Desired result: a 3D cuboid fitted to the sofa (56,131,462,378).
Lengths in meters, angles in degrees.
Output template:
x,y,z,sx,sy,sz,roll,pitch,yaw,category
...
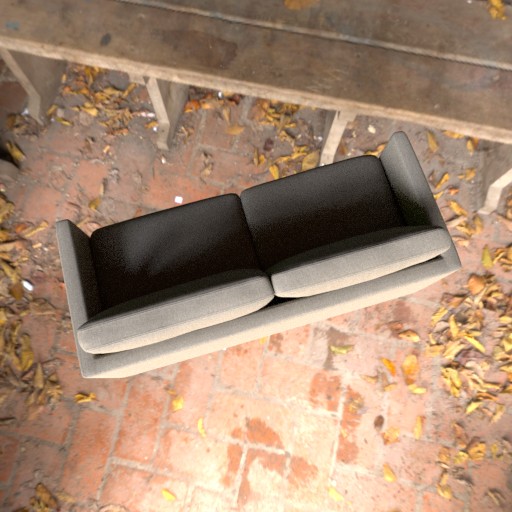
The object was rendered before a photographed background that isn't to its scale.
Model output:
x,y,z,sx,sy,sz,roll,pitch,yaw,category
0.000,0.000,2.806,2.208,0.963,0.956,-16,75,-4,sofa
